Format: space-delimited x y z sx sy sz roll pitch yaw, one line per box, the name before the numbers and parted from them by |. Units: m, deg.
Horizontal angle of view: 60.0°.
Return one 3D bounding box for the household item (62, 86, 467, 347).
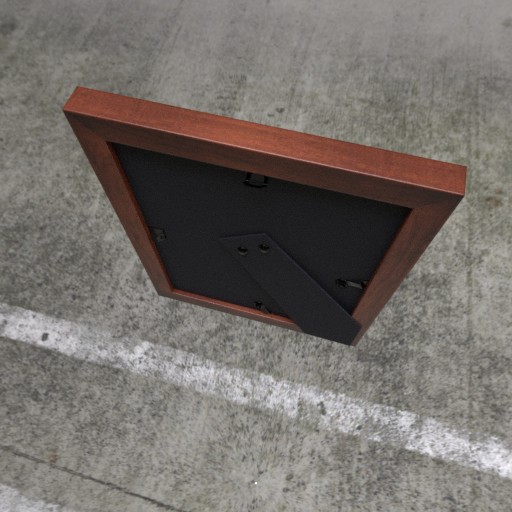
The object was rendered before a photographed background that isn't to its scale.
household item | 0.000 0.000 0.327 0.200 0.250 0.020 14 64 7
